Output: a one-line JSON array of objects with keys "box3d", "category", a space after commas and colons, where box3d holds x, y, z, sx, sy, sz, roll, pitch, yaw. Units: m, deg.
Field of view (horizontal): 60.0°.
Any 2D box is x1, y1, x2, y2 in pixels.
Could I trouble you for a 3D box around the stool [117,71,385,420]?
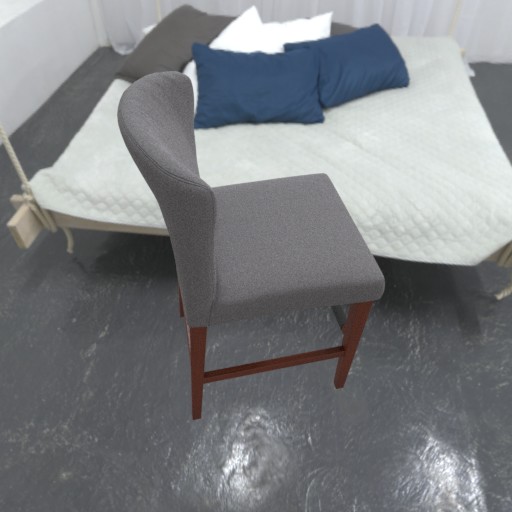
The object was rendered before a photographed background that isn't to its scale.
[{"box3d": [0.000, 0.000, 1.265, 0.568, 0.968, 0.481, -9, 47, -8], "category": "stool"}]
